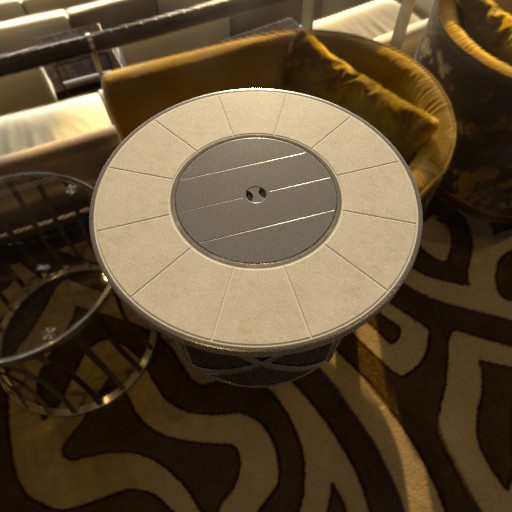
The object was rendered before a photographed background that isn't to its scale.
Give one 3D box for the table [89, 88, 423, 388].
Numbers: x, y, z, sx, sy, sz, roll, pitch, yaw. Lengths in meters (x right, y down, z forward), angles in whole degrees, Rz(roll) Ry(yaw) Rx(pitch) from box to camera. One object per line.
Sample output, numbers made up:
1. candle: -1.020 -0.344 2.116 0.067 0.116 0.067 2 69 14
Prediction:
1. table: 0.000 0.000 1.514 0.914 0.650 0.914 0 58 0
